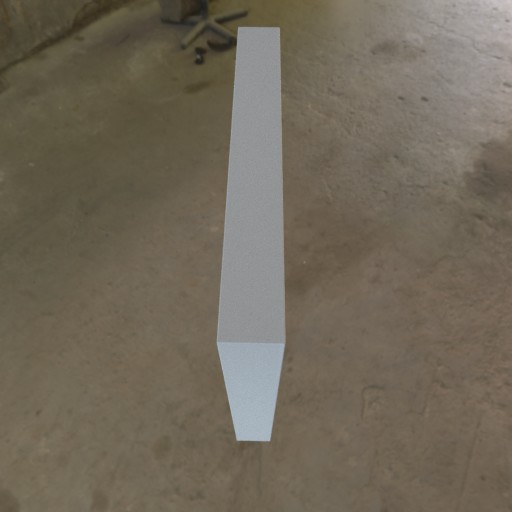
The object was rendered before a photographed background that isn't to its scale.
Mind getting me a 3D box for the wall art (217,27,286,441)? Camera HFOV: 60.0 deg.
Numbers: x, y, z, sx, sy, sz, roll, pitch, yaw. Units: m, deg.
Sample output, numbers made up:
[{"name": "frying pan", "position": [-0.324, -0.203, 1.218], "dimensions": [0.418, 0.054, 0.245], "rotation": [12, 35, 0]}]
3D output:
[{"name": "wall art", "position": [0.000, 0.000, 0.455], "dimensions": [0.038, 0.305, 0.305], "rotation": [1, 58, 1]}]
